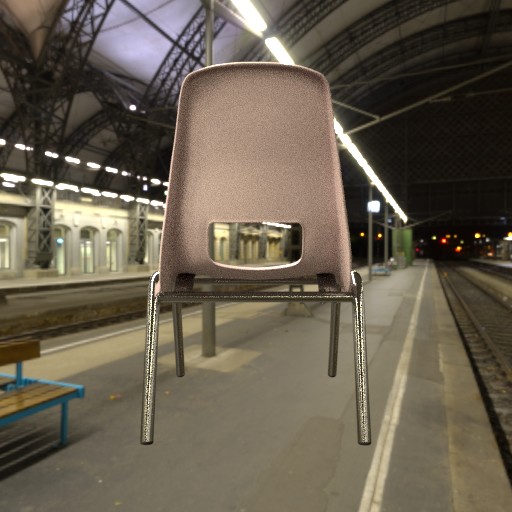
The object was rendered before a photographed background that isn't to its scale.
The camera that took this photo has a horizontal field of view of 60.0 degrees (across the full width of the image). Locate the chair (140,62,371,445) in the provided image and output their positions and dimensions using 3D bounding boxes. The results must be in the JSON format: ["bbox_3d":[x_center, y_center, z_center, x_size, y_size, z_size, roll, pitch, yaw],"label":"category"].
[{"bbox_3d":[0.000,0.000,0.794,0.354,0.537,0.385,0,1,0],"label":"chair"}]
